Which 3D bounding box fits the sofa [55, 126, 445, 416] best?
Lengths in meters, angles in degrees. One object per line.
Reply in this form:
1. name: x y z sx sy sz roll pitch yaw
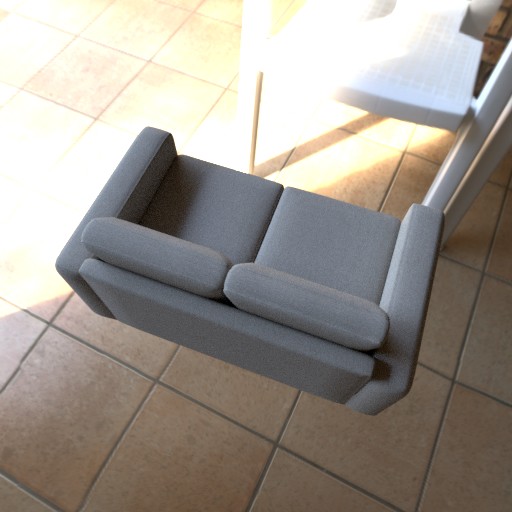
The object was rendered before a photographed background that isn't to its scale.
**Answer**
1. sofa: 0.000 0.000 2.090 1.540 0.800 0.900 18 64 9
